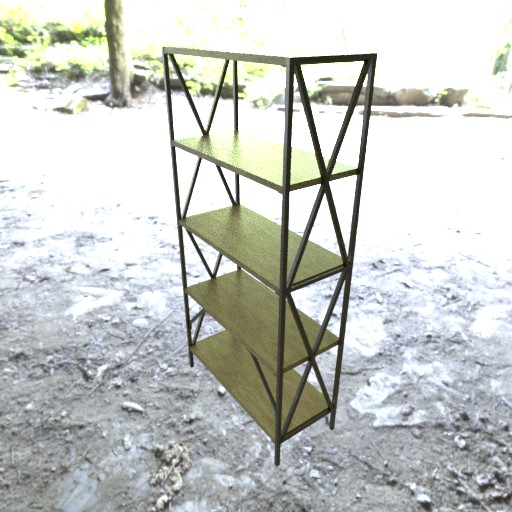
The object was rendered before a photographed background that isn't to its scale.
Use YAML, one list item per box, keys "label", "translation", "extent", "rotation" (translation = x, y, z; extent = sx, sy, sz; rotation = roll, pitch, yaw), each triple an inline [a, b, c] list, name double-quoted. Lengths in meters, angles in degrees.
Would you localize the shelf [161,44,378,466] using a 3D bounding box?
- label: "shelf"
  translation: [0.000, 0.000, 2.130]
  extent: [0.386, 1.803, 0.874]
  rotation: [-19, 33, -31]
